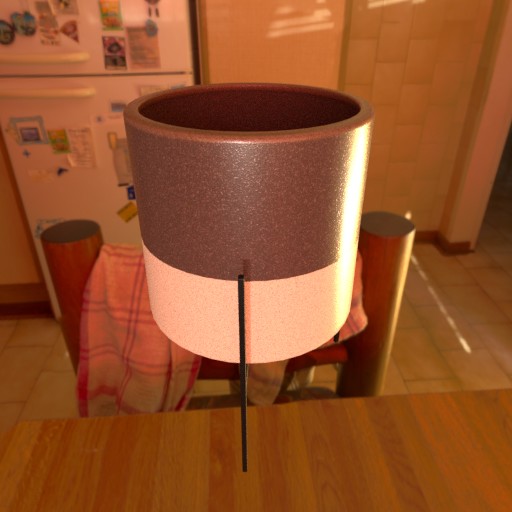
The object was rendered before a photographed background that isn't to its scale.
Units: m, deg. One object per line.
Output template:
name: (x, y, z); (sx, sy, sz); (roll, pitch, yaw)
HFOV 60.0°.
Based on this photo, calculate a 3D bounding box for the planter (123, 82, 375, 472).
planter: (0.000, 0.000, 0.519); (0.260, 0.353, 0.250); (-19, 36, -29)
